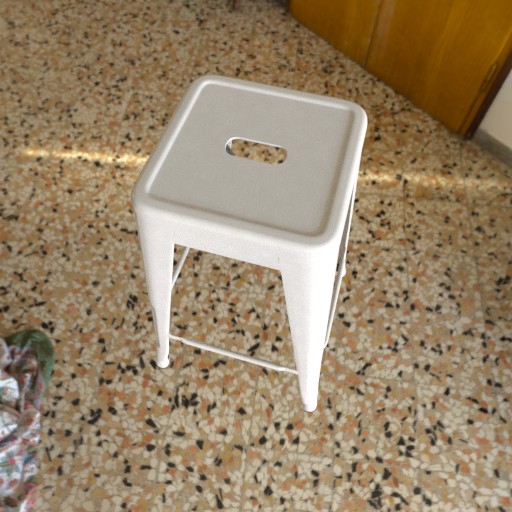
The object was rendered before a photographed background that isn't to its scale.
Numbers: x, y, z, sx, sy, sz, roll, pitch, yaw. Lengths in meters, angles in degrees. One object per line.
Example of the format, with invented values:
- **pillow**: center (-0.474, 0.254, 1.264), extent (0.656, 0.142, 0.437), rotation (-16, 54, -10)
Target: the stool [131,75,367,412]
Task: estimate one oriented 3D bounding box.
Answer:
- **stool**: center (0.000, 0.000, 0.904), extent (0.406, 0.610, 0.406), rotation (14, 60, 8)
